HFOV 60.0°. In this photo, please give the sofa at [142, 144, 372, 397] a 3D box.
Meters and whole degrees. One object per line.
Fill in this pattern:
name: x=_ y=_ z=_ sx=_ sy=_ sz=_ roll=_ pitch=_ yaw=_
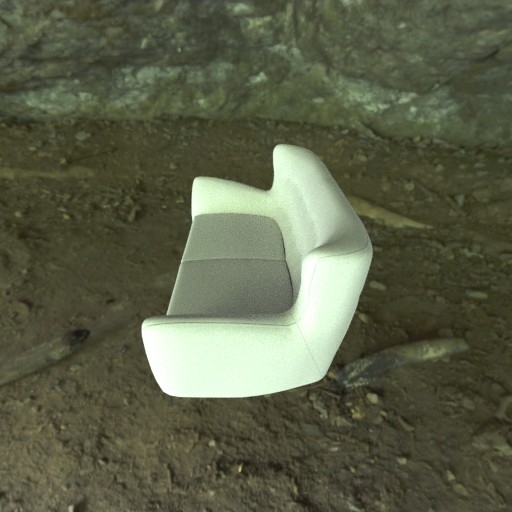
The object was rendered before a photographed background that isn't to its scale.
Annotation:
sofa: x=0.000 y=0.000 z=2.504 sx=0.899 sy=0.890 sz=1.930 roll=-1 pitch=26 yaw=-1
